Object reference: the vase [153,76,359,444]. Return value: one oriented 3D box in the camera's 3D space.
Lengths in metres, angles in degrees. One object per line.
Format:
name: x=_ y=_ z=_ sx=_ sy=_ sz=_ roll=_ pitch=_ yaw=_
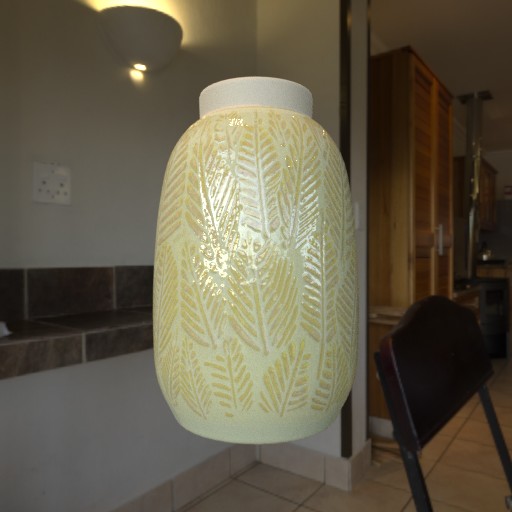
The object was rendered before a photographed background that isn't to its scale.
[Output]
vase: x=0.000 y=0.000 z=0.380 sx=0.172 sy=0.270 sz=0.172 roll=0 pitch=0 yaw=0
